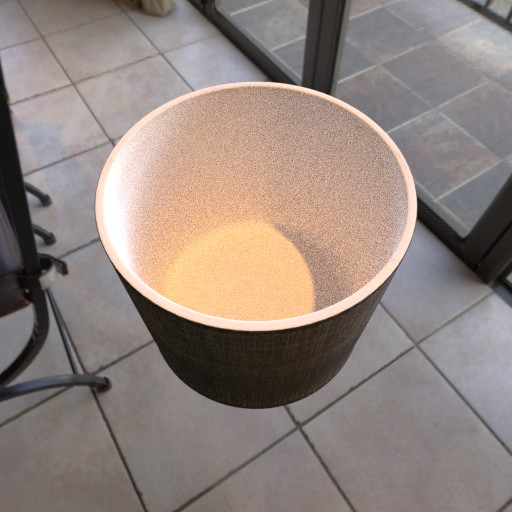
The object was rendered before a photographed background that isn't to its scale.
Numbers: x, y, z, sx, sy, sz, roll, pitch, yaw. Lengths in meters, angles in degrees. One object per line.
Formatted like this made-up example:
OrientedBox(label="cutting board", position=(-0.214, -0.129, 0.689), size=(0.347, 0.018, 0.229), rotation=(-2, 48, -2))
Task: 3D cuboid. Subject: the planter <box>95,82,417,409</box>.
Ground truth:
OrientedBox(label="planter", position=(0.000, 0.000, 0.448), size=(0.254, 0.221, 0.254), rotation=(0, 58, 0))
